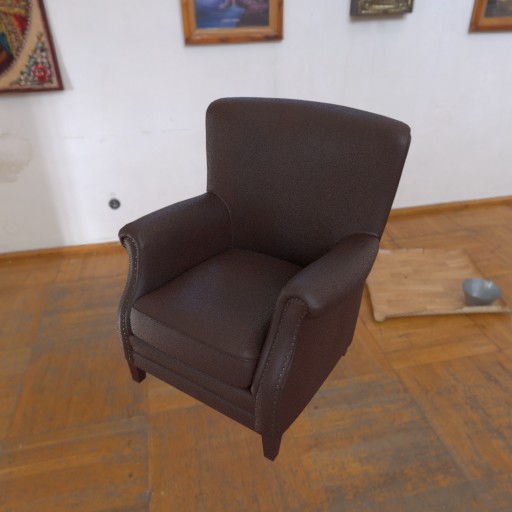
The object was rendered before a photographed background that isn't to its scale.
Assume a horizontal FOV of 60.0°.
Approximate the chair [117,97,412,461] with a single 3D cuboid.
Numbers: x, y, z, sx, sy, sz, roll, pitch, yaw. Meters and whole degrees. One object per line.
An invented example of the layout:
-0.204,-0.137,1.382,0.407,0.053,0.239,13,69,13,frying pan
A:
0.000,0.000,1.357,0.700,0.800,0.746,18,35,28,chair
